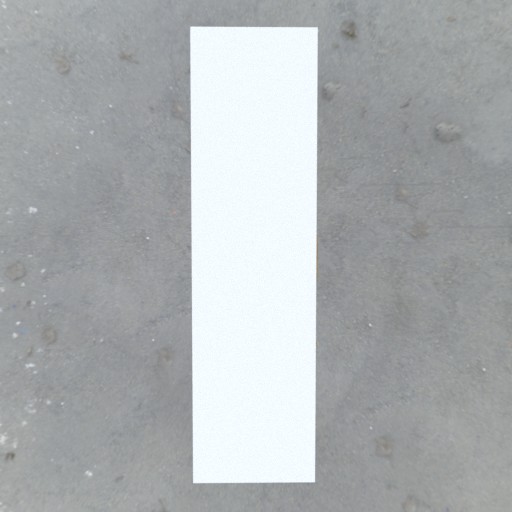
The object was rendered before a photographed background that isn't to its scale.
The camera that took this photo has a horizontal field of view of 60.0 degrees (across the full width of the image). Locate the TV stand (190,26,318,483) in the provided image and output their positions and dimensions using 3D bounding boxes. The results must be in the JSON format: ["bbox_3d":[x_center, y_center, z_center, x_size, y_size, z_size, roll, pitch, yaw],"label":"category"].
[{"bbox_3d":[0.000,0.000,1.638,0.401,0.560,1.398,0,93,-1],"label":"TV stand"}]
